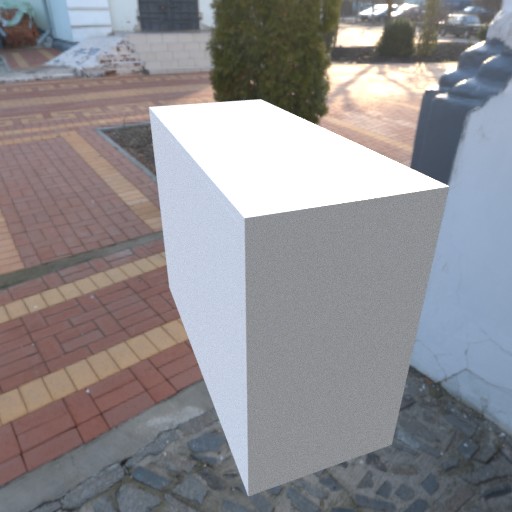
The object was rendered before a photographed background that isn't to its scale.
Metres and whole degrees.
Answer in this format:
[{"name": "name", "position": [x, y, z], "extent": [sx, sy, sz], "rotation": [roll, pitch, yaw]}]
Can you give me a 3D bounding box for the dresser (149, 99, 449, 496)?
[{"name": "dresser", "position": [0.000, 0.000, 1.515], "extent": [0.460, 0.820, 1.100], "rotation": [-10, 31, -18]}]
